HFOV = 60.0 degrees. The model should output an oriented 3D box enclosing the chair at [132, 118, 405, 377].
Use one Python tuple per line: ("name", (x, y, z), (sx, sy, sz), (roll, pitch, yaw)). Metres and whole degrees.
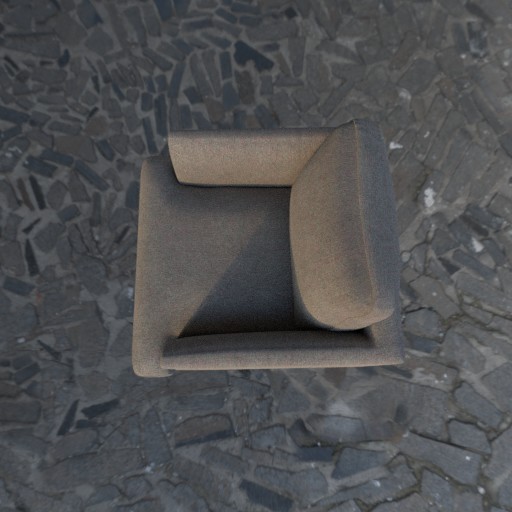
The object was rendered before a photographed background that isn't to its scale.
("chair", (0.000, 0.000, 1.654), (0.899, 0.957, 0.858), (-1, 75, 0))
